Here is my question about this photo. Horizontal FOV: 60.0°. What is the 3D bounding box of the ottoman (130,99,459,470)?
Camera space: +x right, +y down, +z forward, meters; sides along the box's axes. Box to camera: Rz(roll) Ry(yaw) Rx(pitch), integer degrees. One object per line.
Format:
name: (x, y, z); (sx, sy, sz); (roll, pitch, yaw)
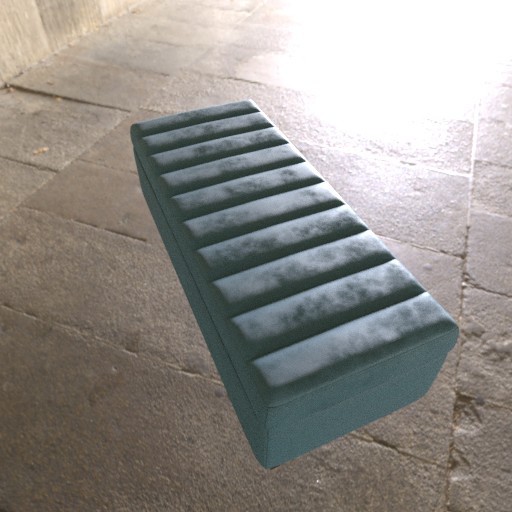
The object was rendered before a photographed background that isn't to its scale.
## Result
ottoman: (0.000, 0.000, 1.389); (0.482, 0.469, 1.151); (-18, 48, -16)
